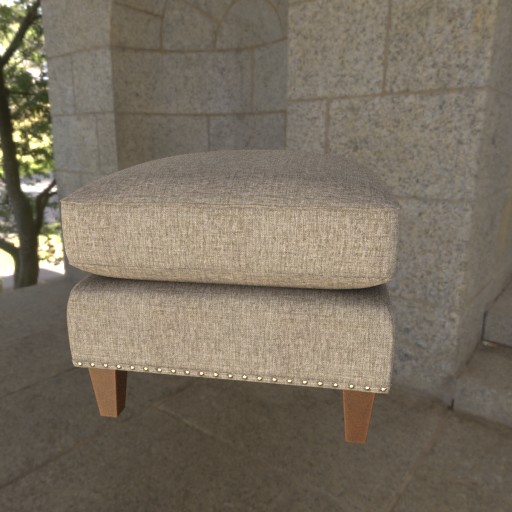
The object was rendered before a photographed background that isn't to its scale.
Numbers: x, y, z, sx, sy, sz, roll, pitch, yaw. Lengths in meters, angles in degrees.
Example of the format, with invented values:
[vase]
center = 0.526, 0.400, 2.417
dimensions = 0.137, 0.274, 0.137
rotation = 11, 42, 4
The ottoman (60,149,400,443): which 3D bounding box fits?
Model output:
[ottoman]
center = 0.000, 0.000, 1.098
dimensions = 0.584, 0.513, 0.741
rotation = 2, 14, 9
